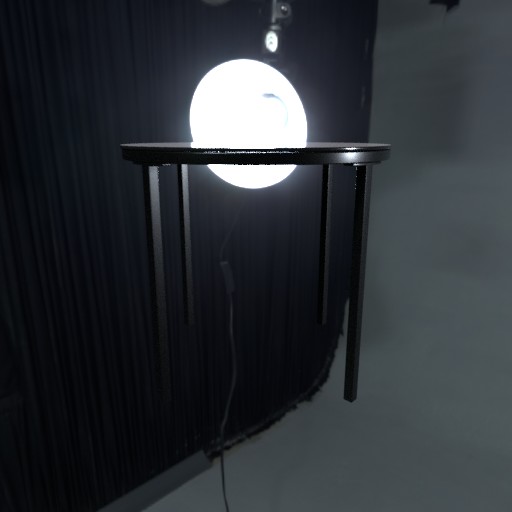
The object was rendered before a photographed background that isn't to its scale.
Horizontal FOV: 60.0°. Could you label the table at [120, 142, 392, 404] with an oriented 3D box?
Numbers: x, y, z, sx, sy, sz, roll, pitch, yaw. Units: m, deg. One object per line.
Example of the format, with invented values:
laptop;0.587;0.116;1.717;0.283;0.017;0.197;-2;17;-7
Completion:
table;0.000;0.000;0.905;0.499;0.443;0.499;0;15;0
